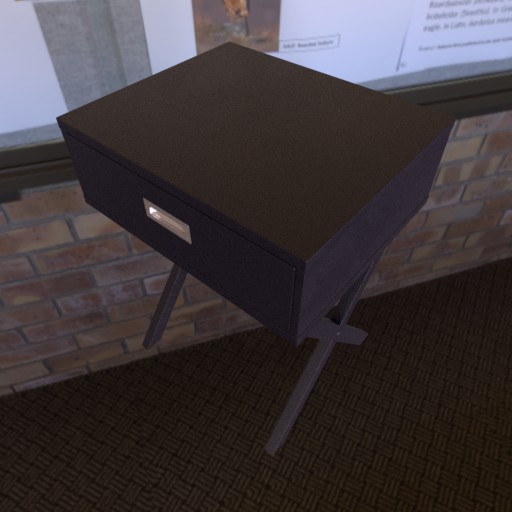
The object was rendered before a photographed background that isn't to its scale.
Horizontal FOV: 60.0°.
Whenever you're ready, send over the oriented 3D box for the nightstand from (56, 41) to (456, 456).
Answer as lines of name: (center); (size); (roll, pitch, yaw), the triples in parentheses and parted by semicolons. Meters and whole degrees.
nightstand: (0.000, 0.000, 0.914); (0.479, 0.623, 0.402); (31, 54, 26)
